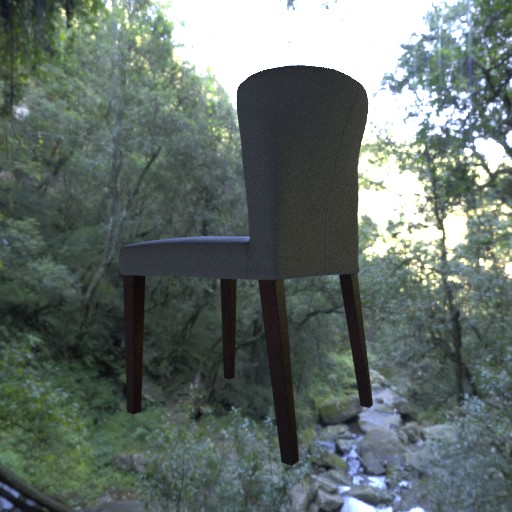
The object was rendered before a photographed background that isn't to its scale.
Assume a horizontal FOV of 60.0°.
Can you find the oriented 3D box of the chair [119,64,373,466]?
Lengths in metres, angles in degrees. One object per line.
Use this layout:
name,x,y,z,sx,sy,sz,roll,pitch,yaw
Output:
chair,0.000,0.000,1.206,0.592,0.839,0.491,0,0,35
